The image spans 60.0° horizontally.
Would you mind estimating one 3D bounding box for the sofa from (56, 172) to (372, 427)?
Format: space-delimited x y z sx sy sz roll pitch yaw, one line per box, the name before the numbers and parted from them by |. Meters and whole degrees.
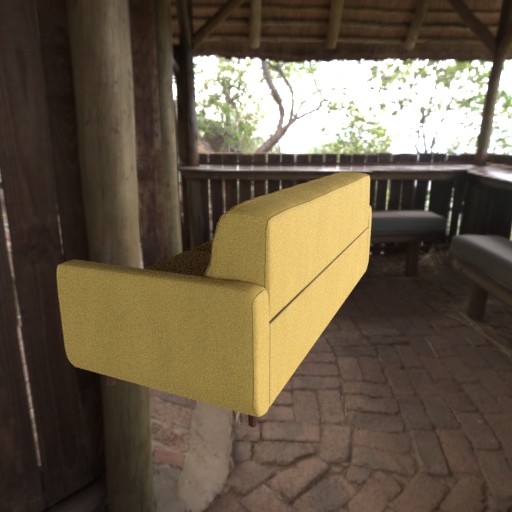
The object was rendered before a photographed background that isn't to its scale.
sofa | 0.000 0.000 2.477 0.909 0.841 2.029 7 17 23
